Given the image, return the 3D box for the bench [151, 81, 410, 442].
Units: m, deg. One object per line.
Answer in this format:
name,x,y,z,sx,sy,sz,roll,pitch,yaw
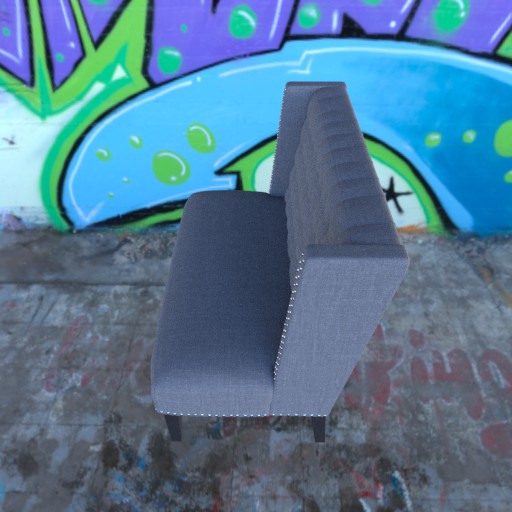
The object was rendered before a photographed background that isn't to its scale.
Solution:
bench,0.000,0.000,2.028,0.842,1.121,1.276,0,42,0
